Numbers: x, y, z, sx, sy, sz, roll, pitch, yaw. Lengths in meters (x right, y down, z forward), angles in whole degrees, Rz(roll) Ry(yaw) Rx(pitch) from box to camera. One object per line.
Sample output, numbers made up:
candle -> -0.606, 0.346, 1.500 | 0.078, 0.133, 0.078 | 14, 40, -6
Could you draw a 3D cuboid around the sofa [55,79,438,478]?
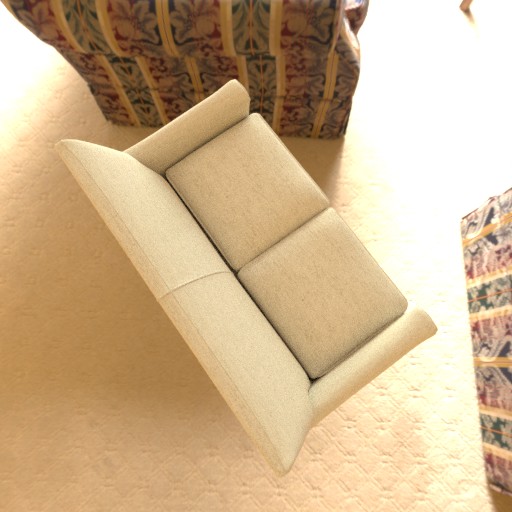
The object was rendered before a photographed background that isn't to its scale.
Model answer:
sofa -> 0.000, 0.000, 2.068 | 0.891, 0.892, 1.482 | -35, 79, -8
